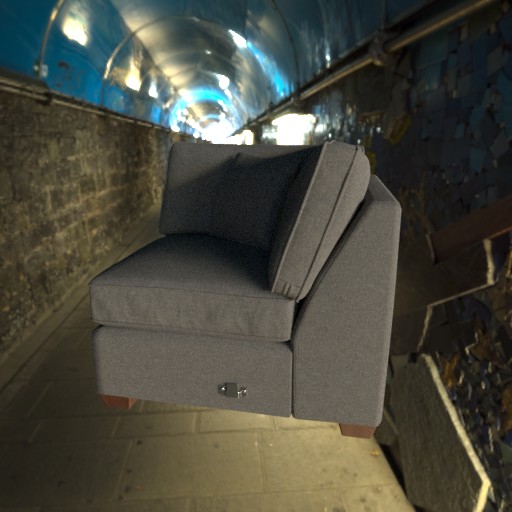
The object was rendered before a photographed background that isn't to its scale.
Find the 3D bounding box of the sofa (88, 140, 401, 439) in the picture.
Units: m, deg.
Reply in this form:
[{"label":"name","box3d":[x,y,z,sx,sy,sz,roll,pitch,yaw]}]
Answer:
[{"label":"sofa","box3d":[0.000,0.000,1.978,1.084,1.002,1.146,3,15,11]}]
